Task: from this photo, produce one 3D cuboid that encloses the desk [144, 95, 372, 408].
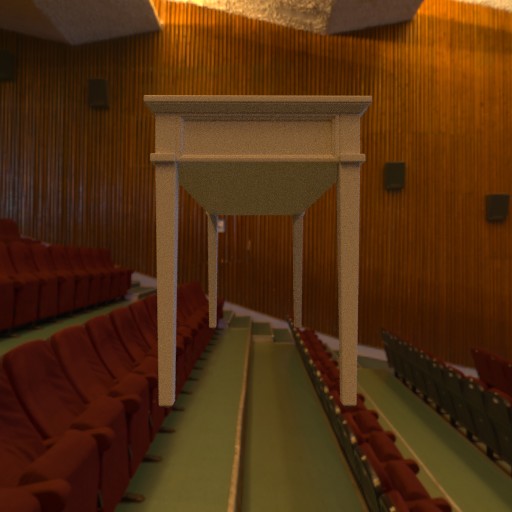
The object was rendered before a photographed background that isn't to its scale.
[{"bbox_3d":[0.000,0.000,1.767,0.559,0.774,1.372,0,0,0],"label":"desk"}]
